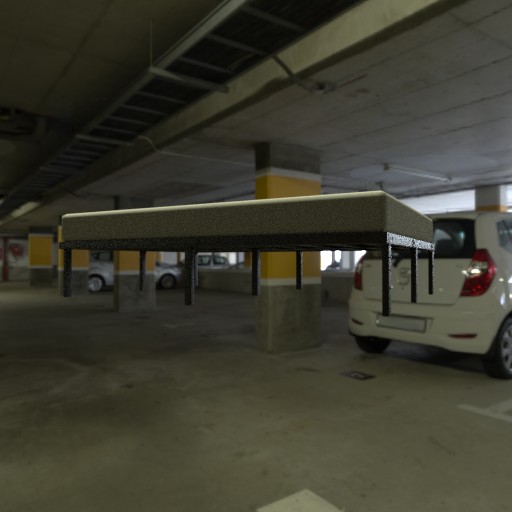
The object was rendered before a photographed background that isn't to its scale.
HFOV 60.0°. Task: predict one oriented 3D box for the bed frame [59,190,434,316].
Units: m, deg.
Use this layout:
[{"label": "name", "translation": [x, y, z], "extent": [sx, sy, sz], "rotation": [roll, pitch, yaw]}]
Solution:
[{"label": "bed frame", "translation": [0.000, 0.000, 3.802], "extent": [2.842, 0.680, 2.205], "rotation": [0, -1, 36]}]
